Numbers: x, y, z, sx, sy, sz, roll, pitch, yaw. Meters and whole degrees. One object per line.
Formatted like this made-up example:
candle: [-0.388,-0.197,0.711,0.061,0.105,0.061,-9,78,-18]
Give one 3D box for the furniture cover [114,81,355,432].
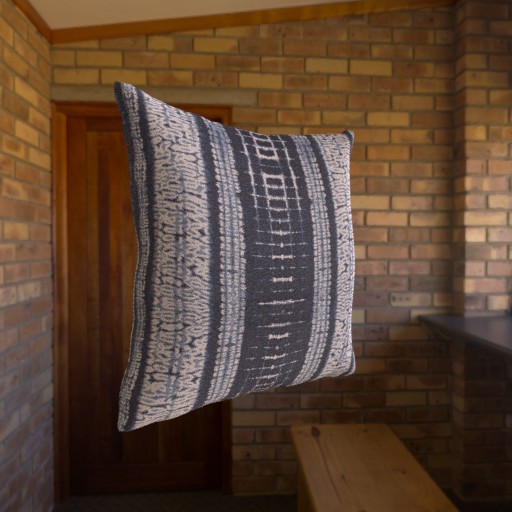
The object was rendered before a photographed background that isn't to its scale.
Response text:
furniture cover: [0.000,0.000,0.668,0.425,0.435,0.133,-1,2,-36]
